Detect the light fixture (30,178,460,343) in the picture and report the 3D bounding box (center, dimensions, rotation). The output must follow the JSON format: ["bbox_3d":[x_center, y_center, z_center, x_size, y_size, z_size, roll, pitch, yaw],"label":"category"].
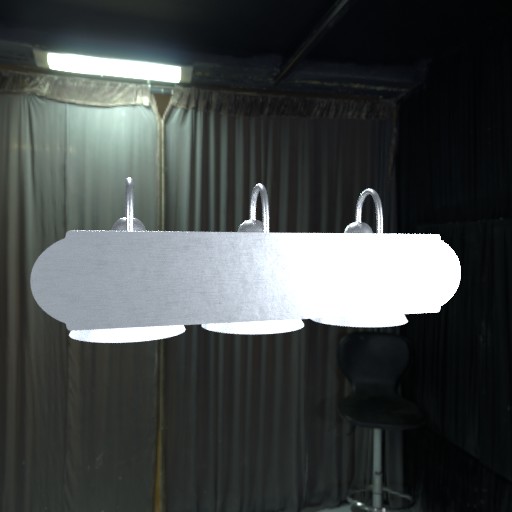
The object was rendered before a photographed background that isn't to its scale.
[{"bbox_3d":[0.000,0.000,0.699,0.610,0.222,0.199,0,1,-17],"label":"light fixture"}]
